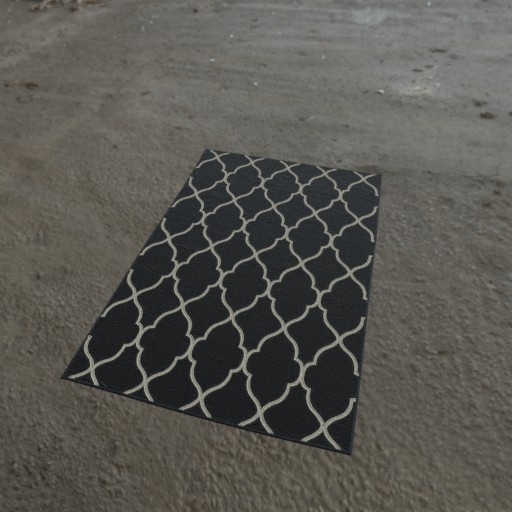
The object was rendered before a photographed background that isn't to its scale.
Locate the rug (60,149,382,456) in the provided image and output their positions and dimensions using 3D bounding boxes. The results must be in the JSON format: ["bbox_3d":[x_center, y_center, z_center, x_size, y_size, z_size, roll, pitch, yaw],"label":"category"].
[{"bbox_3d":[0.000,0.000,2.948,1.526,0.014,2.290,11,47,10],"label":"rug"}]
